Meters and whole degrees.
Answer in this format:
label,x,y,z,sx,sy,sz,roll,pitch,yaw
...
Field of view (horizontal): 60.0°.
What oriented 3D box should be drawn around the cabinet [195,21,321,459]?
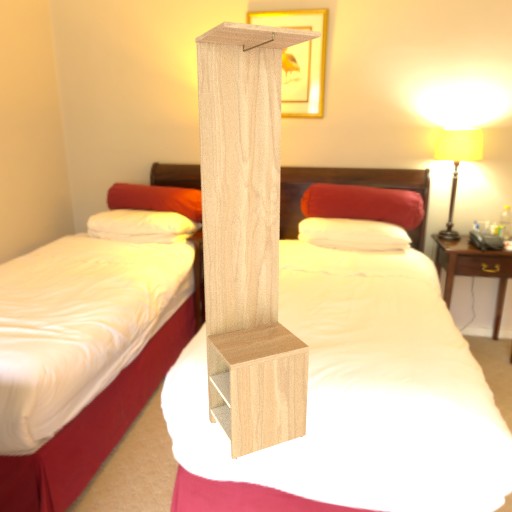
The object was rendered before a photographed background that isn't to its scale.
label,x,y,z,sx,sy,sz,roll,pitch,yaw
cabinet,0.000,0.000,2.071,0.411,1.879,0.338,-7,18,-24
